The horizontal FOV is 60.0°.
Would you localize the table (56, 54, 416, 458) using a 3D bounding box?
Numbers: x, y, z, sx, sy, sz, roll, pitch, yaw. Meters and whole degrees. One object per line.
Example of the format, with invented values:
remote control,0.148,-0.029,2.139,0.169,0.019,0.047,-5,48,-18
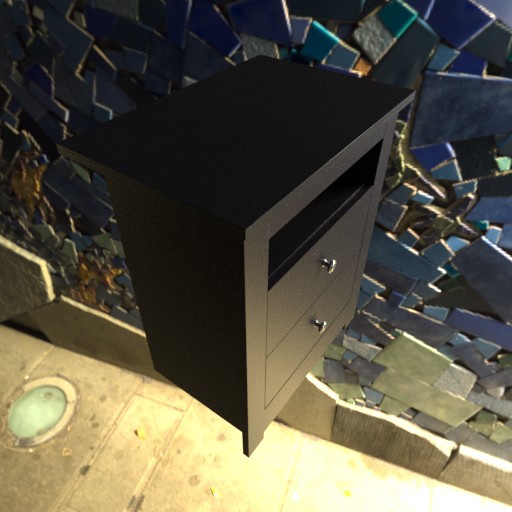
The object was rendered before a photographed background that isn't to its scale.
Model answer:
table,0.000,0.000,1.071,0.408,0.711,0.589,26,47,26
